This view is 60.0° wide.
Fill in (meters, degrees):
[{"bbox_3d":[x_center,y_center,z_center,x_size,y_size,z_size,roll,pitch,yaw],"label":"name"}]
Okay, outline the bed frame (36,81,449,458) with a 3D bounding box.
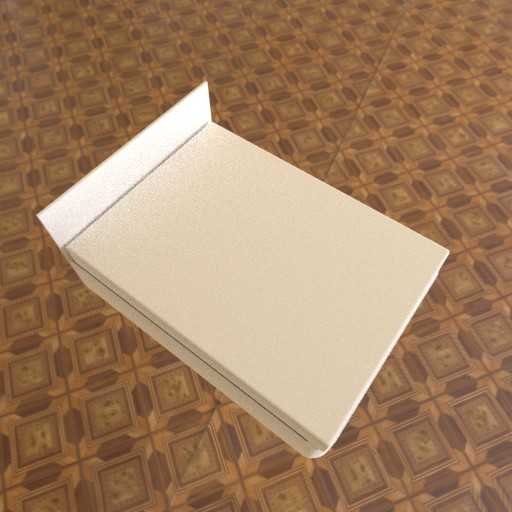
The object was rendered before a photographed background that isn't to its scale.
[{"bbox_3d":[0.000,0.000,2.712,1.900,0.800,1.400,33,64,18],"label":"bed frame"}]
